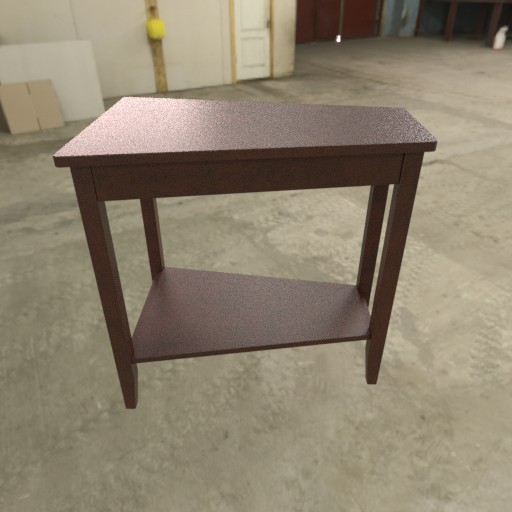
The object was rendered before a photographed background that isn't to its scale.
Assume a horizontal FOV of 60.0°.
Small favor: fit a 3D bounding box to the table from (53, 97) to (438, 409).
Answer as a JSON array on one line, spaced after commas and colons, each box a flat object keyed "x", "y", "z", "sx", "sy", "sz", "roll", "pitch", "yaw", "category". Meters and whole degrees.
[{"x": 0.000, "y": 0.000, "z": 0.981, "sx": 0.605, "sy": 0.589, "sz": 0.399, "roll": 1, "pitch": 32, "yaw": 1, "category": "table"}]
